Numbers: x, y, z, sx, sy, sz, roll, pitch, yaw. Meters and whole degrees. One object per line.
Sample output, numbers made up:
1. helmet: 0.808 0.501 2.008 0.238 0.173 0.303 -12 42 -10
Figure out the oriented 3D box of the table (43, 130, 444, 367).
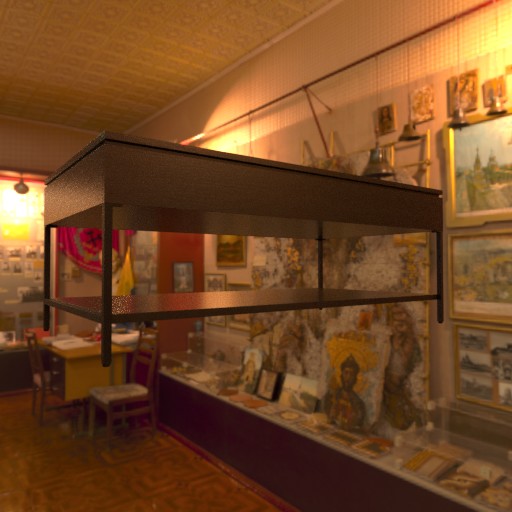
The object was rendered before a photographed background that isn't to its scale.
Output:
1. table: 0.000 0.000 1.361 1.095 0.435 0.574 1 -2 -36
